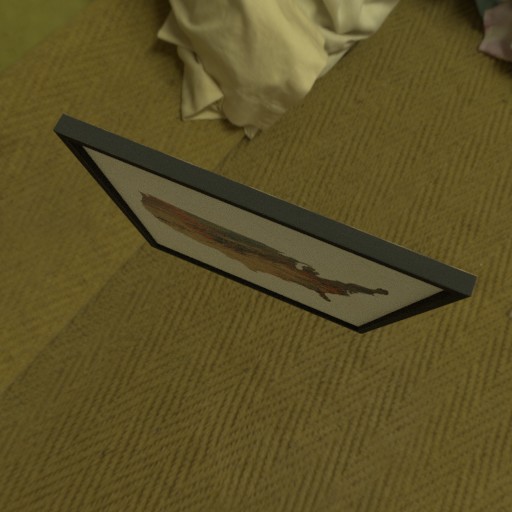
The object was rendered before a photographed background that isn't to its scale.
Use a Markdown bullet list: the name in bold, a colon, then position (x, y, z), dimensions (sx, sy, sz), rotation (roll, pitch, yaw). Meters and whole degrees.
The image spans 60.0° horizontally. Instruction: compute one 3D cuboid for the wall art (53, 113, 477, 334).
- **wall art**: position (0.000, 0.000, 0.445), dimensions (0.304, 0.303, 0.015), rotation (22, 77, 6)
